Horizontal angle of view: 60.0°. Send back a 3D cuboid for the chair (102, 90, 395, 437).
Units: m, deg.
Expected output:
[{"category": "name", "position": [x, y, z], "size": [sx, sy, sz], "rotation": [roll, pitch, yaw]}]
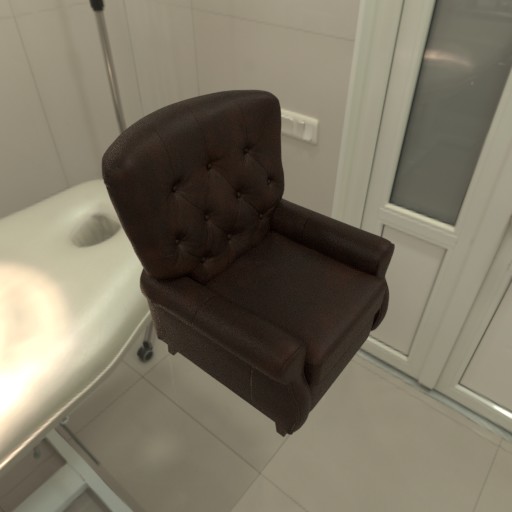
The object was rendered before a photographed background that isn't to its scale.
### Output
[{"category": "chair", "position": [0.000, 0.000, 1.968], "size": [1.058, 1.158, 0.948], "rotation": [27, 48, 28]}]
